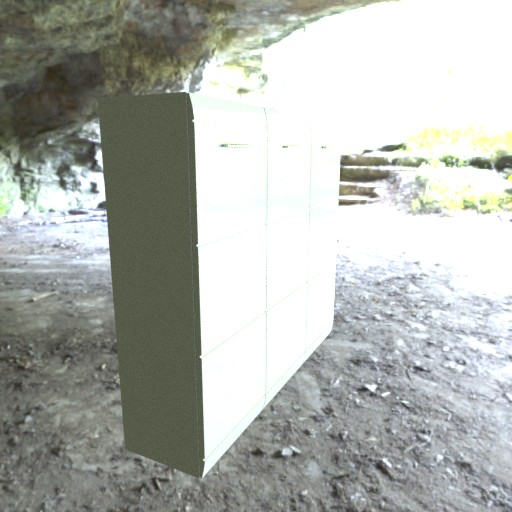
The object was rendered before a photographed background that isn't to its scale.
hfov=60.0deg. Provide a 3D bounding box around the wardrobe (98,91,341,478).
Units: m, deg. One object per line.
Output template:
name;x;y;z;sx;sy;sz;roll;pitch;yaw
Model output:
wardrobe;0.000;0.000;1.942;0.360;1.200;1.340;7;15;26
